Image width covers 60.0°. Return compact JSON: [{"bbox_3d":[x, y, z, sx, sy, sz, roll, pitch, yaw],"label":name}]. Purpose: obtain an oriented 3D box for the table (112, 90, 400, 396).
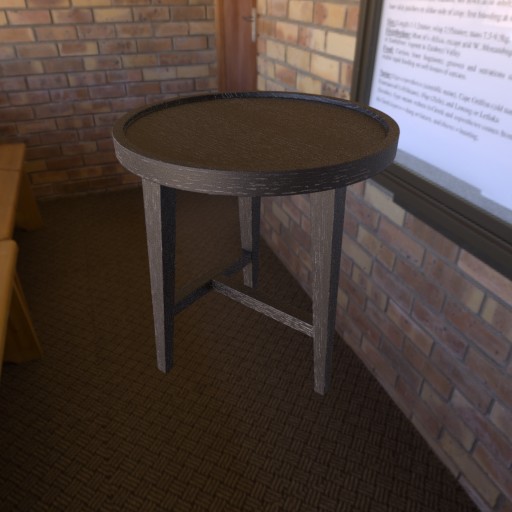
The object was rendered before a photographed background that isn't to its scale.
[{"bbox_3d":[0.000,0.000,0.758,0.399,0.460,0.399,0,32,0],"label":"table"}]
